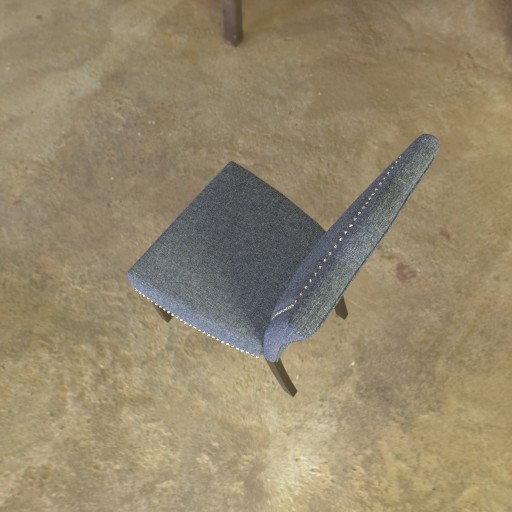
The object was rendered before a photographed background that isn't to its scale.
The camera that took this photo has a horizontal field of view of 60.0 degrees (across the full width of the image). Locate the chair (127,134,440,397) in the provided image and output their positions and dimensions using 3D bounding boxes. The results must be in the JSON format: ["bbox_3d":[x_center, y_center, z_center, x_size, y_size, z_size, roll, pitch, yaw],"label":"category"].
[{"bbox_3d":[0.000,0.000,1.259,0.589,0.946,0.518,33,69,15],"label":"chair"}]
